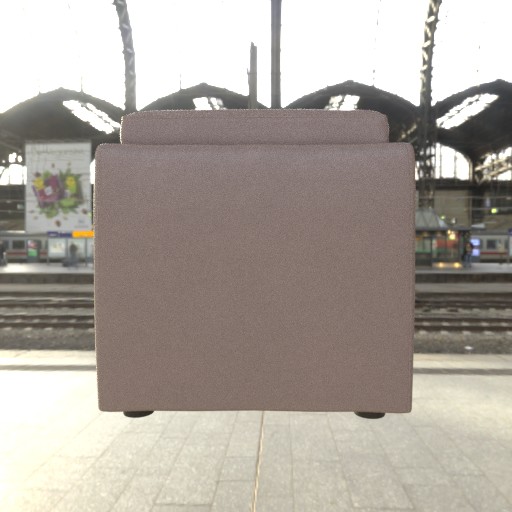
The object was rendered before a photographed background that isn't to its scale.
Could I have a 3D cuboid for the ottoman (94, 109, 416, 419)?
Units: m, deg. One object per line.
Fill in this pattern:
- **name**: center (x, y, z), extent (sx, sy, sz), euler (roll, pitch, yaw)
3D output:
- **ottoman**: center (0.000, 0.000, 0.820), extent (0.451, 0.460, 0.450), euler (0, 1, 1)
